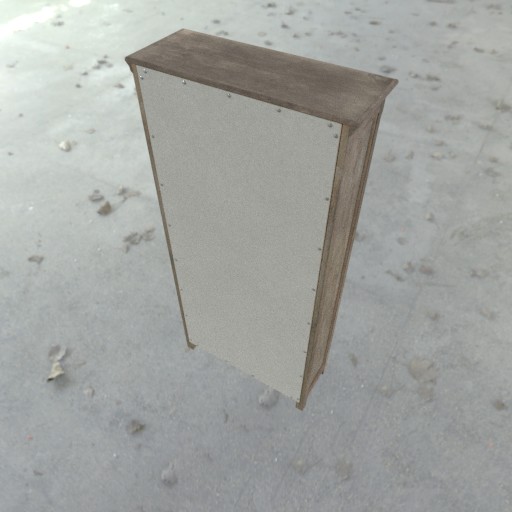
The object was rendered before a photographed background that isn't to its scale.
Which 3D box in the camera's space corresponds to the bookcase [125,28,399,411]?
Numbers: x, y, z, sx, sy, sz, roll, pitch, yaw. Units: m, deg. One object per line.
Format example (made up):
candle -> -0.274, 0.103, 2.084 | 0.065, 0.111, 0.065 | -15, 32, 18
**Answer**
bookcase -> 0.000, 0.000, 2.204 | 0.906, 1.880, 0.348 | 24, 50, 21
